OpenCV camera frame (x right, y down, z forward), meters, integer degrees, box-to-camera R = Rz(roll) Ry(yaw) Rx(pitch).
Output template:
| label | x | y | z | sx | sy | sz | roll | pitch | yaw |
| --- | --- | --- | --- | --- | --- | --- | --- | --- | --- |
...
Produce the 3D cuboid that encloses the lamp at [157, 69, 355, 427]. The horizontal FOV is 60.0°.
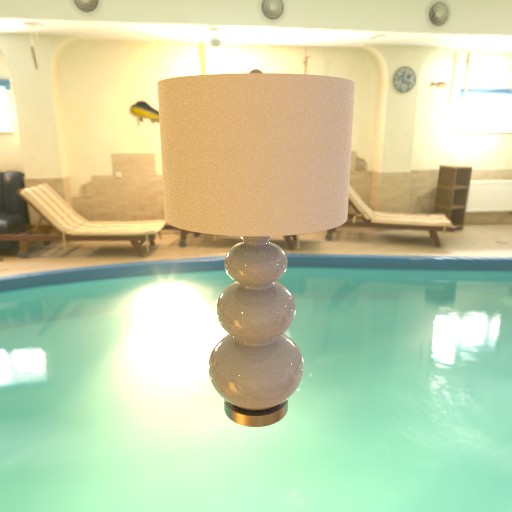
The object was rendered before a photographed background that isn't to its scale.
| label | x | y | z | sx | sy | sz | roll | pitch | yaw |
| --- | --- | --- | --- | --- | --- | --- | --- | --- | --- |
| lamp | 0.000 | 0.000 | 0.933 | 0.367 | 0.730 | 0.367 | -8 | 18 | -27 |
